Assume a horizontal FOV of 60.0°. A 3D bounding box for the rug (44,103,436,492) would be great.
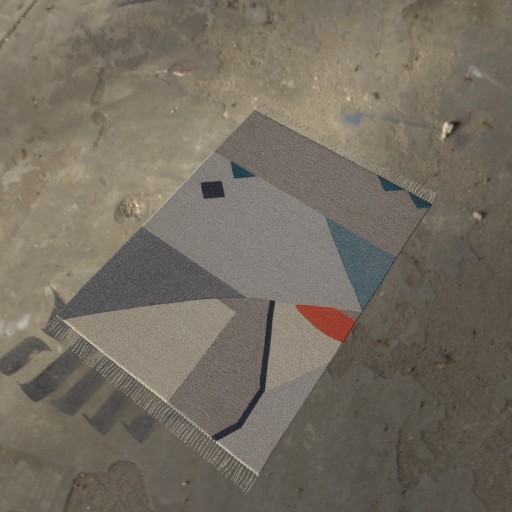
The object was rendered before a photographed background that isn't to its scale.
[{"bbox_3d":[0.000,0.000,2.311,1.220,0.005,1.828,32,67,15],"label":"rug"}]
